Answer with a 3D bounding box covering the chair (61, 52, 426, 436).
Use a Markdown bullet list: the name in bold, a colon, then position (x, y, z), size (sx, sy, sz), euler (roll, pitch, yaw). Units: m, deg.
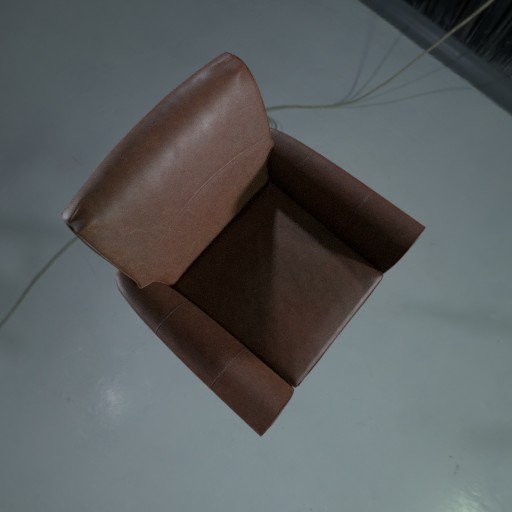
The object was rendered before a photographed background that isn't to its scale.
- **chair**: position (0.000, 0.000, 1.733), size (0.902, 1.061, 0.978), euler (39, 79, 9)
